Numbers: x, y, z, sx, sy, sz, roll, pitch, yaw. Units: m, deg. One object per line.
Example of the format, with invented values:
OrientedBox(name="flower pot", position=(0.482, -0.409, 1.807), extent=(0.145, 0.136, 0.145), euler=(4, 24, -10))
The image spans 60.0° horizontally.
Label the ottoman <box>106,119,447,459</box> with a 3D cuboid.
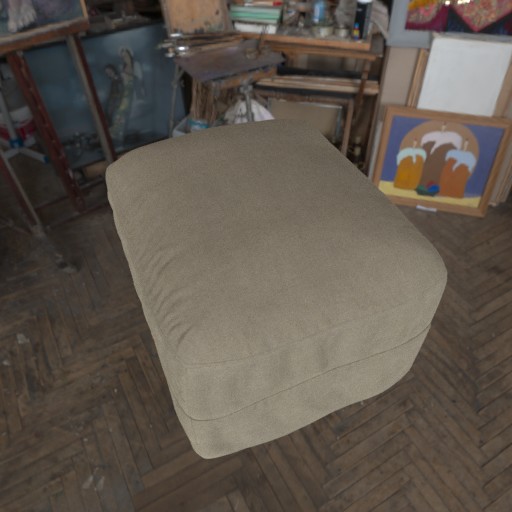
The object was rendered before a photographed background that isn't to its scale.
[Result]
OrientedBox(name="ottoman", position=(0.000, 0.000, 1.076), extent=(0.584, 0.480, 0.712), euler=(-17, 48, -16))
